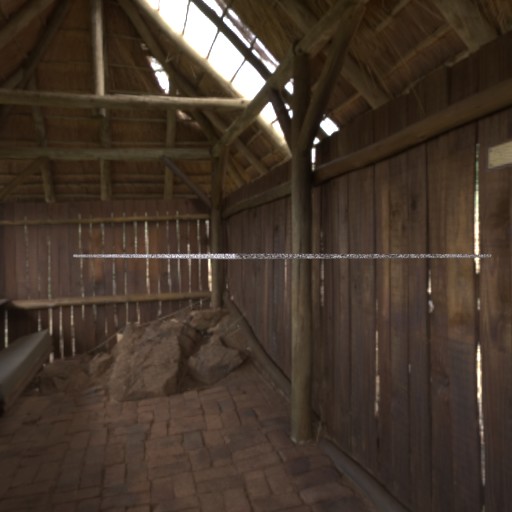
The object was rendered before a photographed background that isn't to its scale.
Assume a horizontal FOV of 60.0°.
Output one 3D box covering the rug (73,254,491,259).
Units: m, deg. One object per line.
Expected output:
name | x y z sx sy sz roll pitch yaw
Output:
rug | 0.000 0.000 3.980 2.401 0.025 3.000 0 0 -36
